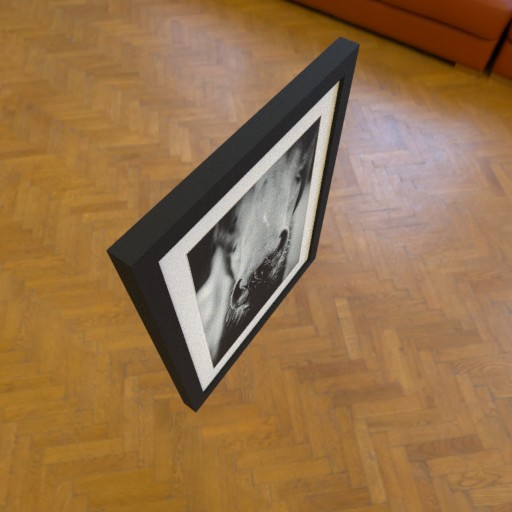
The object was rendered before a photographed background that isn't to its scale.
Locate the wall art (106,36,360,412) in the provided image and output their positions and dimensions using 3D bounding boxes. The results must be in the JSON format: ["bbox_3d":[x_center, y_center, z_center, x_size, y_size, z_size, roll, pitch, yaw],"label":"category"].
[{"bbox_3d":[0.000,0.000,0.764,0.033,0.559,0.457,31,62,19],"label":"wall art"}]
